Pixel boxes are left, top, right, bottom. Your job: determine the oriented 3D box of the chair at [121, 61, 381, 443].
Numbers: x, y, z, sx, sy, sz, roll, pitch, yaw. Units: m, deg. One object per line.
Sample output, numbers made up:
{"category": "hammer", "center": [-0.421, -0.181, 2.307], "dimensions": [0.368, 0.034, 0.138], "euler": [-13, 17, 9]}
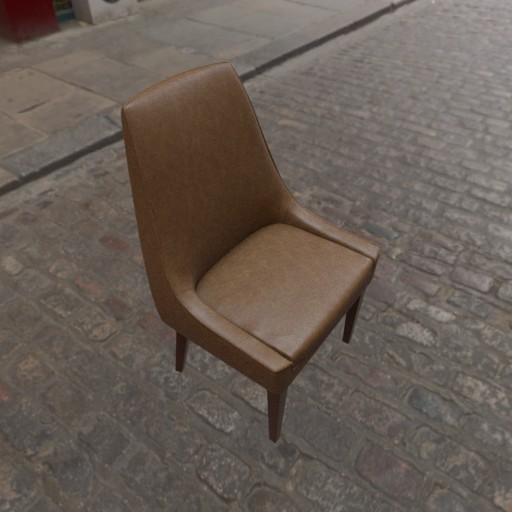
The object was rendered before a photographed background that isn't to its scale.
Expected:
{"category": "chair", "center": [0.000, 0.000, 1.217], "dimensions": [0.544, 0.861, 0.529], "euler": [27, 48, 27]}
